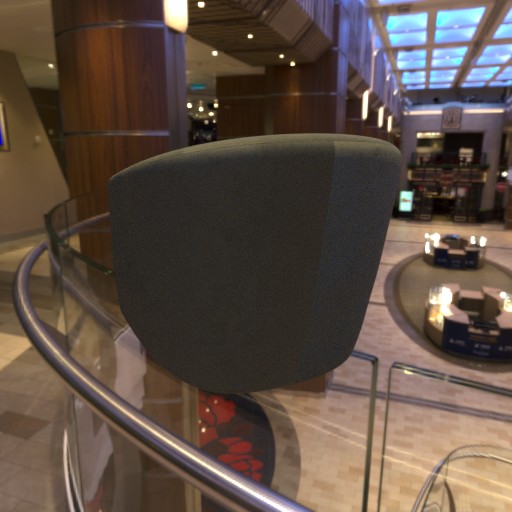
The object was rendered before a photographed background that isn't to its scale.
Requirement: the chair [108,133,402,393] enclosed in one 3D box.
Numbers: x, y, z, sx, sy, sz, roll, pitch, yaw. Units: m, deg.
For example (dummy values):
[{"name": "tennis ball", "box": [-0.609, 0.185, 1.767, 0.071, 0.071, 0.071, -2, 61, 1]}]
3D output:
[{"name": "chair", "box": [0.000, 0.000, 1.347, 0.773, 0.698, 0.767, -7, 15, -25]}]
